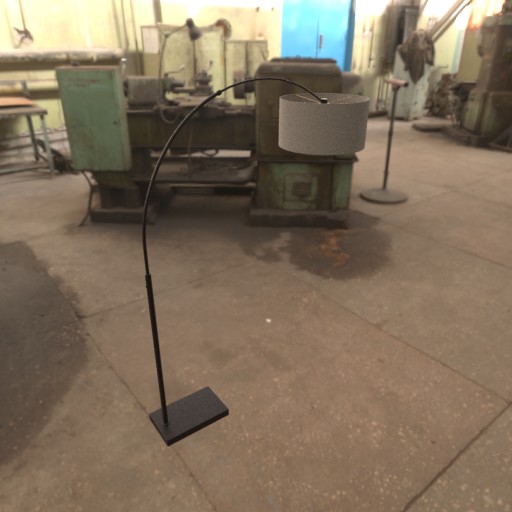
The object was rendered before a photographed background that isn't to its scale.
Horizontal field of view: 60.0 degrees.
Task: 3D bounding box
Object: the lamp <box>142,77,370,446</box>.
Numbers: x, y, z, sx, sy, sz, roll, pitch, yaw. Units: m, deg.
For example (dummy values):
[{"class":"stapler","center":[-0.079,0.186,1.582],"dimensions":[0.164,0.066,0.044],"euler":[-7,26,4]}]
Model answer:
[{"class":"lamp","center":[0.000,0.000,2.579],"dimensions":[1.424,1.927,0.493],"euler":[-17,31,-32]}]
